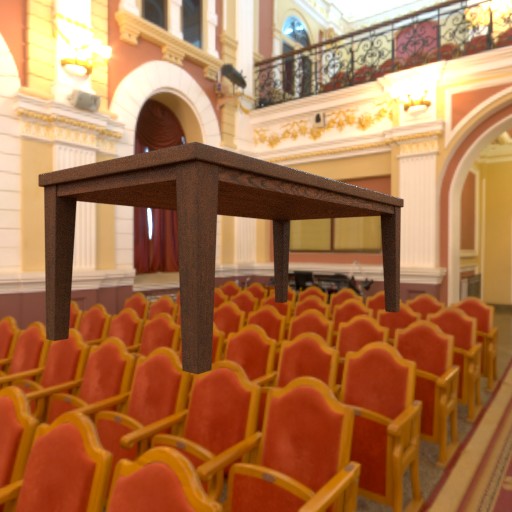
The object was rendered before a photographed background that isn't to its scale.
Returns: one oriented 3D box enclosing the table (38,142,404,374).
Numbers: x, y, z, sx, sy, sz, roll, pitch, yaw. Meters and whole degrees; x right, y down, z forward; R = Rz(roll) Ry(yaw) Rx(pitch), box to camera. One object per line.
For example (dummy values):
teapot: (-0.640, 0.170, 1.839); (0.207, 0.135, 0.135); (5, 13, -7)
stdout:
table: (0.000, 0.000, 2.526); (1.016, 0.762, 1.981); (0, 1, 37)
